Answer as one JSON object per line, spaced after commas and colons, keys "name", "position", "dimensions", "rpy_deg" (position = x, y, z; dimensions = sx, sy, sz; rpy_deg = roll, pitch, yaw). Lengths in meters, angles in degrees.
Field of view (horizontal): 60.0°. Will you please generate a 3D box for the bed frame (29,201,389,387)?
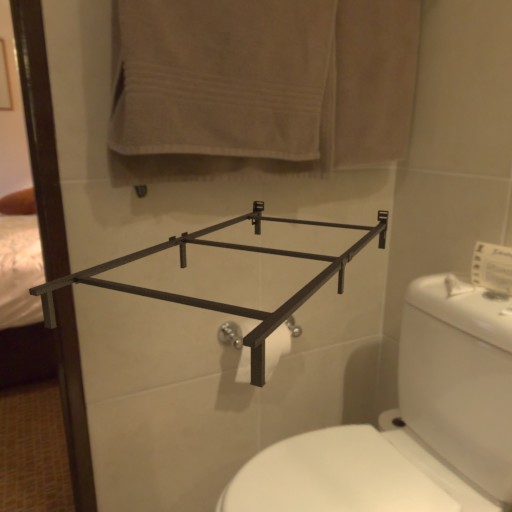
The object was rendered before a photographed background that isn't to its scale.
{"name": "bed frame", "position": [0.000, 0.000, 2.285], "dimensions": [0.968, 0.248, 1.897], "rpy_deg": [8, 18, 26]}
